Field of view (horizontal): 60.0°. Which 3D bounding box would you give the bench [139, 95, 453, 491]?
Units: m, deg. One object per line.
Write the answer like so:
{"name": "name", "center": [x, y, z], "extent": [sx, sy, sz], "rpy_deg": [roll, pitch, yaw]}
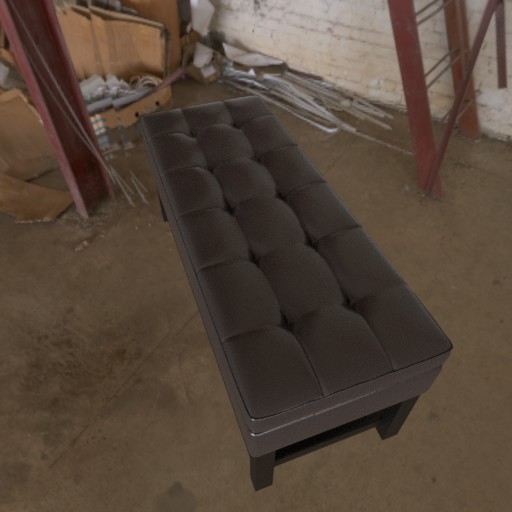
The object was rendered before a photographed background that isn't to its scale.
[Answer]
{"name": "bench", "center": [0.000, 0.000, 1.310], "extent": [0.432, 0.460, 1.105], "rpy_deg": [-15, 49, -14]}
